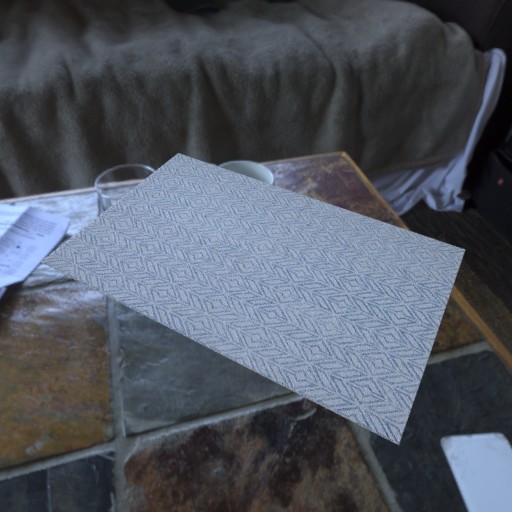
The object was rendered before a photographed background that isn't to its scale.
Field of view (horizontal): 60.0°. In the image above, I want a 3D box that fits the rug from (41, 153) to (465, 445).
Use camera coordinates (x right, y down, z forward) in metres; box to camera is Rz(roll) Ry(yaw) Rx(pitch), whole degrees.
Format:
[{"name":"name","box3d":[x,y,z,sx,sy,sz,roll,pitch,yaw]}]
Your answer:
[{"name":"rug","box3d":[0.000,0.000,3.003,2.441,0.008,1.526,22,49,20]}]
